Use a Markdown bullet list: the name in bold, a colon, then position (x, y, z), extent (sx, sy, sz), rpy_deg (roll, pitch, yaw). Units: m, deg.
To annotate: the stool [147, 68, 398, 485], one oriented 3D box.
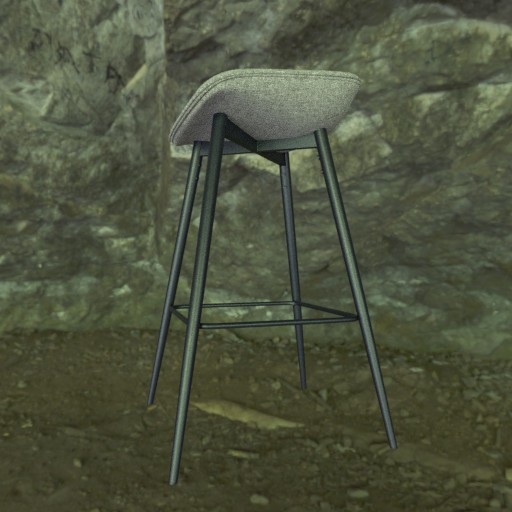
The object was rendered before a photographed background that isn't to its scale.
- **stool**: position (0.000, 0.000, 1.083), extent (0.480, 0.814, 0.469), rpy_deg (0, 0, -18)
